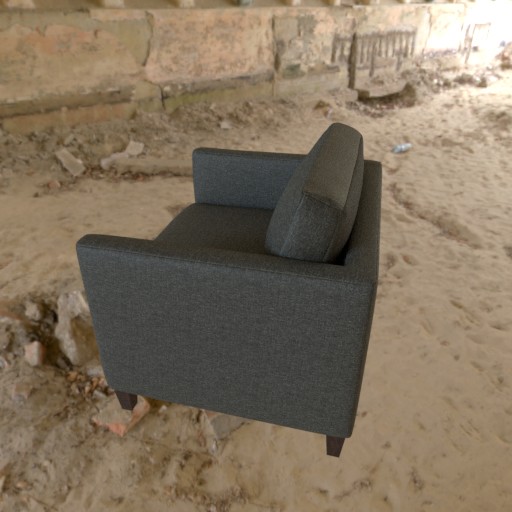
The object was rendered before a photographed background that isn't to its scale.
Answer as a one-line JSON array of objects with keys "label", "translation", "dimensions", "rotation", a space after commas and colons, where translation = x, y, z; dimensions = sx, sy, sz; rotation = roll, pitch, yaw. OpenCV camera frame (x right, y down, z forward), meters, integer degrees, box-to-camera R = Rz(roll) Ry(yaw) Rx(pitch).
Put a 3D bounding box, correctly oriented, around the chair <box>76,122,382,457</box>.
[{"label": "chair", "translation": [0.000, 0.000, 1.854], "dimensions": [0.959, 0.963, 1.107], "rotation": [7, 31, 12]}]
